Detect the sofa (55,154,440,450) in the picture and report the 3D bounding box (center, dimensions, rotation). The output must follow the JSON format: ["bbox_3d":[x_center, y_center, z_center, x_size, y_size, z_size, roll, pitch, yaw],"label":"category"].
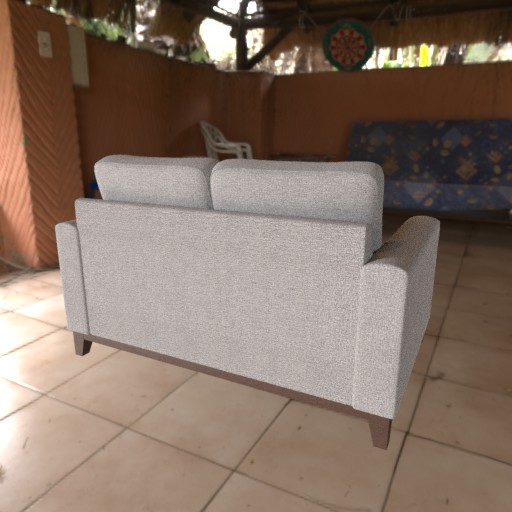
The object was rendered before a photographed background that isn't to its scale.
[{"bbox_3d":[0.000,0.000,1.960,1.420,0.873,0.917,8,17,26],"label":"sofa"}]
